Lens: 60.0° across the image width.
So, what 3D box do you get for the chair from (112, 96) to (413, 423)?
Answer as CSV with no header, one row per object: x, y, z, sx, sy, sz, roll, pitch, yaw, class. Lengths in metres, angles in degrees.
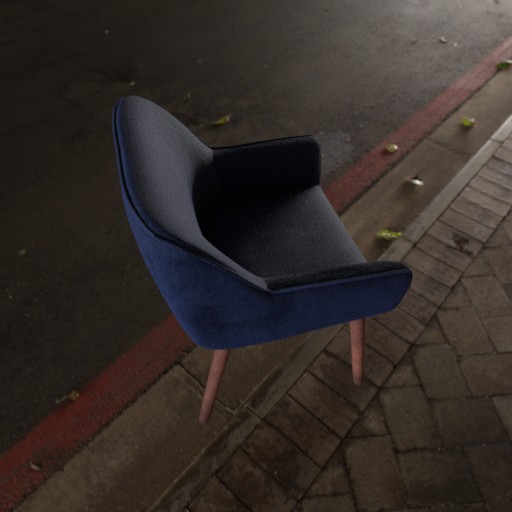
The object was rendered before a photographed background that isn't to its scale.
0.000,0.000,1.251,0.600,0.820,0.600,-12,48,-11,chair
